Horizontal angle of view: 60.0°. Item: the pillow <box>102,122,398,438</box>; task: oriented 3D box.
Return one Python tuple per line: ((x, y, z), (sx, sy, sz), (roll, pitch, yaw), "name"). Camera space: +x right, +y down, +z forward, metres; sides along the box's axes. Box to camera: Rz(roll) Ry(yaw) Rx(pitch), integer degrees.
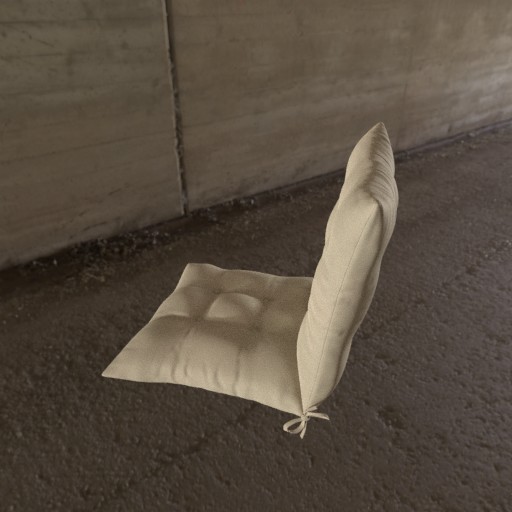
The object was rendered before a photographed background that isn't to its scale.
((0.000, 0.000, 1.031), (0.585, 0.536, 0.541), (8, 31, 13), "pillow")
